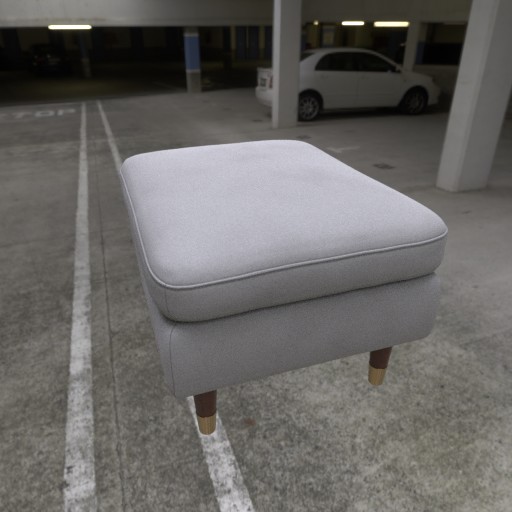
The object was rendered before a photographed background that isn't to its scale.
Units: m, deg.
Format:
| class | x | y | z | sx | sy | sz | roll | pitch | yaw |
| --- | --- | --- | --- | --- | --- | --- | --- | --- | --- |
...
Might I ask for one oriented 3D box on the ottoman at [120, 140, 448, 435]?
| class | x | y | z | sx | sy | sz | roll | pitch | yaw |
| --- | --- | --- | --- | --- | --- | --- | --- | --- | --- |
| ottoman | 0.000 | 0.000 | 1.130 | 0.593 | 0.478 | 0.747 | -10 | 29 | -17 |
